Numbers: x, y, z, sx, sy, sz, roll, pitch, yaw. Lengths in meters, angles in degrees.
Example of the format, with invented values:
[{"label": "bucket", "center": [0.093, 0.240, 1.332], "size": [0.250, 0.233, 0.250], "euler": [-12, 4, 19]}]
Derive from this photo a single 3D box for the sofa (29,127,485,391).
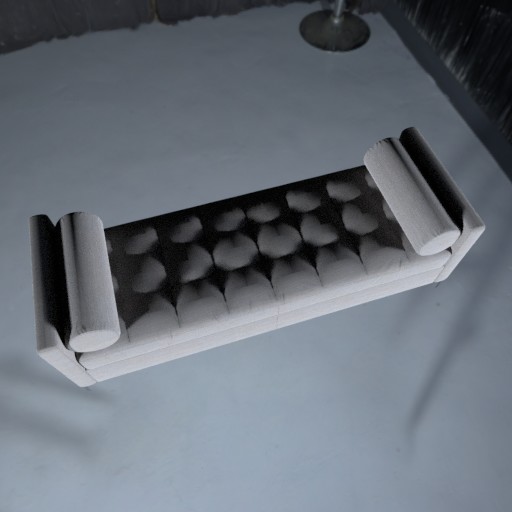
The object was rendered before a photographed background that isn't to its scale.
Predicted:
[{"label": "sofa", "center": [0.000, 0.000, 2.270], "size": [1.981, 0.635, 0.686], "euler": [-15, 60, -9]}]
